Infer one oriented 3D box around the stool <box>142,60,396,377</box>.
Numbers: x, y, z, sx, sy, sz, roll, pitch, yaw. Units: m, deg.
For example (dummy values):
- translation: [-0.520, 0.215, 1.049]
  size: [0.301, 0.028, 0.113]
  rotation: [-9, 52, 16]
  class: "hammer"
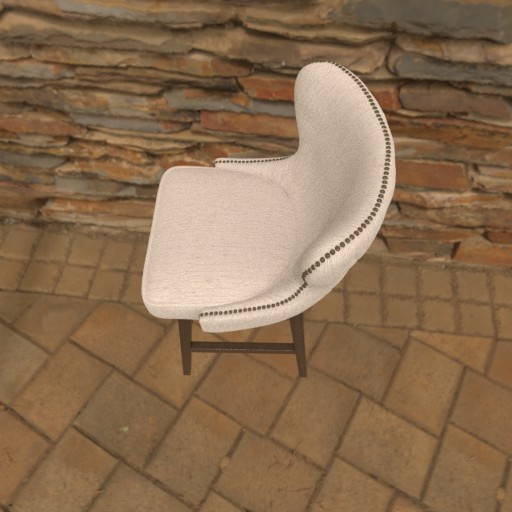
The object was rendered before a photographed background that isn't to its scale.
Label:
- translation: [0.000, 0.000, 1.350]
  size: [0.597, 0.972, 0.615]
  rotation: [1, 58, 1]
  class: "stool"
